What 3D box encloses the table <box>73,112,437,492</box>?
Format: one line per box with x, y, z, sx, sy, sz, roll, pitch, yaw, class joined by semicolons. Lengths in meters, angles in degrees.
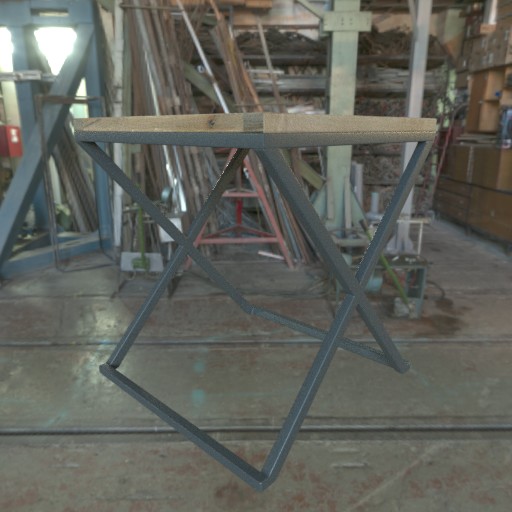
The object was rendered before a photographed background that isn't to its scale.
0.000;0.000;0.927;0.499;0.550;0.498;15;22;42;table
